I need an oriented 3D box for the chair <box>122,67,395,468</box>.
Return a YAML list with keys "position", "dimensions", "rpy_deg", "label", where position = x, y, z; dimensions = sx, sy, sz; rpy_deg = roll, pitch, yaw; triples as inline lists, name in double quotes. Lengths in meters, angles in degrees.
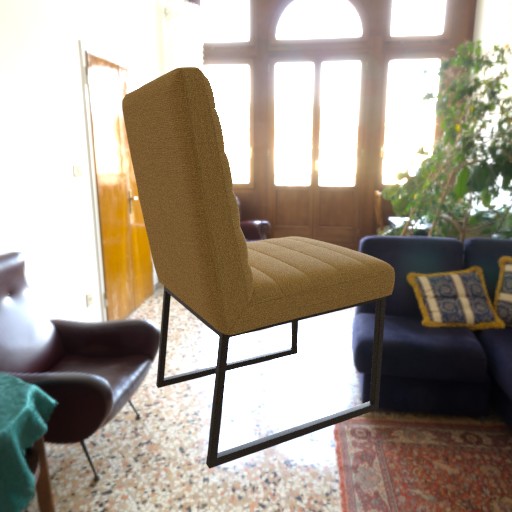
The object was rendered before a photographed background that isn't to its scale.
- position: [0.000, 0.000, 1.307]
  dimensions: [0.634, 0.930, 0.520]
  rpy_deg: [-7, 14, -28]
  label: "chair"
